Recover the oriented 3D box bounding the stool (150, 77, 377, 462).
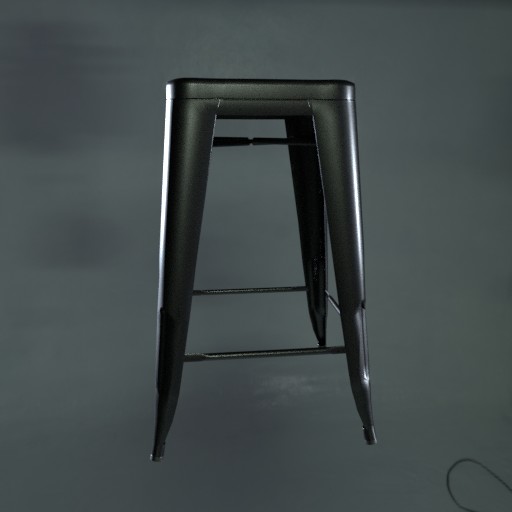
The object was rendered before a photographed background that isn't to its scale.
[{"bbox_3d":[0.000,0.000,0.849,0.399,0.609,0.359,-2,16,-7],"label":"stool"}]
